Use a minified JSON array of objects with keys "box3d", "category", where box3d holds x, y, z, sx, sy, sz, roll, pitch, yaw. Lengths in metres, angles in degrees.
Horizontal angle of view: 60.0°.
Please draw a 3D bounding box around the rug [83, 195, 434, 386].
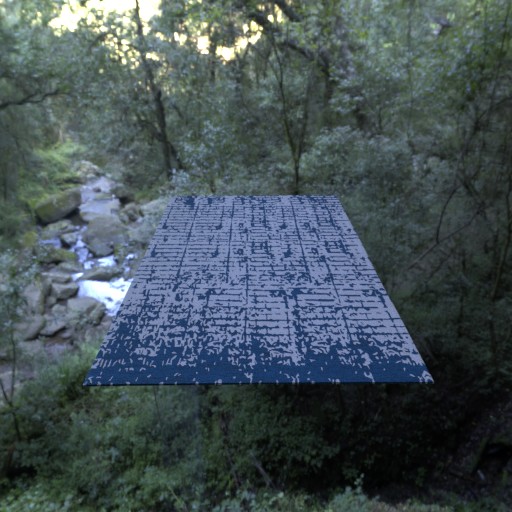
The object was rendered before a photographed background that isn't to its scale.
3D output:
[{"box3d":[0.000,0.000,2.992,1.517,0.011,2.435,0,27,-1],"category":"rug"}]
